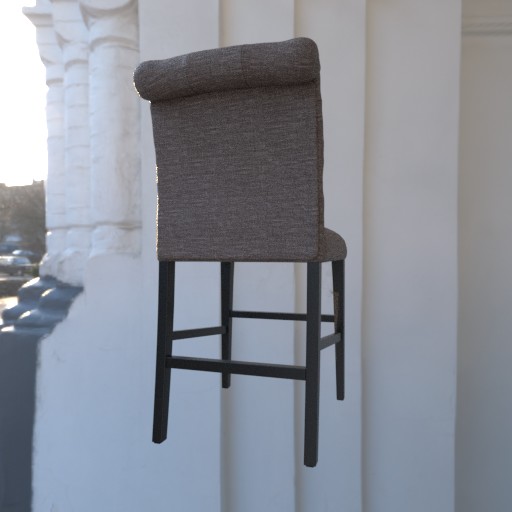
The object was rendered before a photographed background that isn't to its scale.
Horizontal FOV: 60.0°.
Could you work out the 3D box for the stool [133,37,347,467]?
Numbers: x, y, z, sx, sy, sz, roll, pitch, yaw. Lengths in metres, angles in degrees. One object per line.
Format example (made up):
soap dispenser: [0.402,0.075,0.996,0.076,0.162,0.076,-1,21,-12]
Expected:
stool: [0.000,0.000,1.284,0.457,0.970,0.611,0,1,18]
